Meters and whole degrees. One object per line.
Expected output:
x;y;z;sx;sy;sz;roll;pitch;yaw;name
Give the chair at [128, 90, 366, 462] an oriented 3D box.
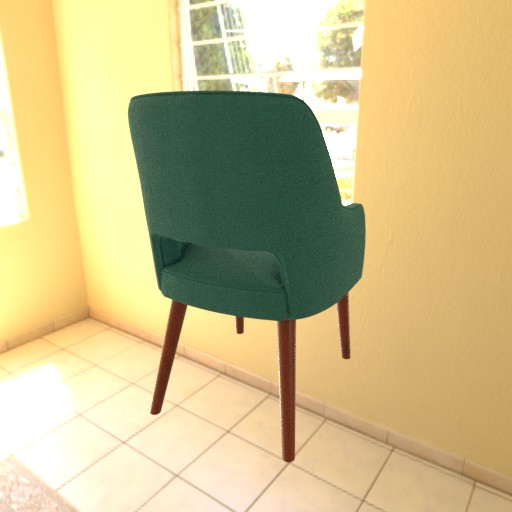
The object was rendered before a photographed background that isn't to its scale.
0.000;0.000;1.244;0.548;0.849;0.605;9;20;24;chair
